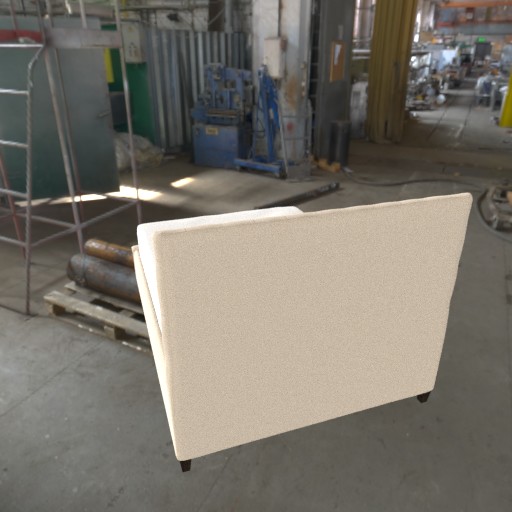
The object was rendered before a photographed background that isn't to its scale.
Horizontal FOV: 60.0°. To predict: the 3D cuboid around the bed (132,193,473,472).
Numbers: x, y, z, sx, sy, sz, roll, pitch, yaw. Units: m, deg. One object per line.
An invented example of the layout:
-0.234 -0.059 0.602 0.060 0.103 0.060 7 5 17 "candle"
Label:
0.000 0.000 3.321 1.696 1.426 2.233 -9 26 -18 "bed"
